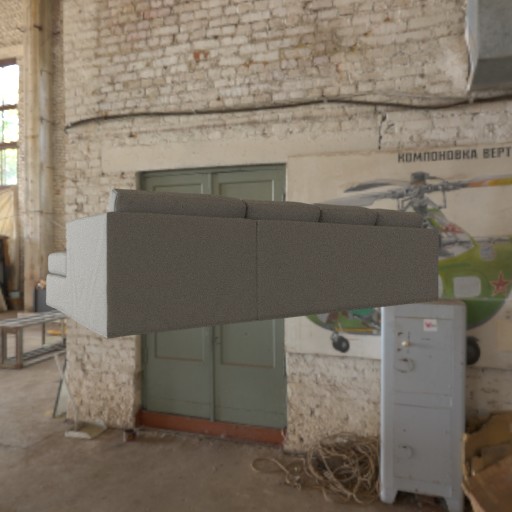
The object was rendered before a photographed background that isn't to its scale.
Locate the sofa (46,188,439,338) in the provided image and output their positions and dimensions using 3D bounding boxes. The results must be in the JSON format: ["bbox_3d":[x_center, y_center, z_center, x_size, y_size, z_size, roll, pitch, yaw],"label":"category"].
[{"bbox_3d":[0.000,0.000,3.973,3.177,0.867,1.622,0,1,-36],"label":"sofa"}]
